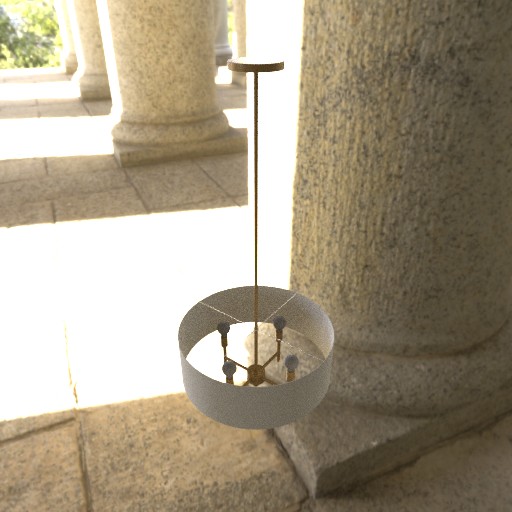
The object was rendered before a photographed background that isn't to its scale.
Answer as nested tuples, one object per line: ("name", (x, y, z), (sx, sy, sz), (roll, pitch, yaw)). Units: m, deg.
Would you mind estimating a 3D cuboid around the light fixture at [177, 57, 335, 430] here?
("light fixture", (0.000, 0.000, 1.312), (0.508, 1.067, 0.508), (0, 30, 0))
